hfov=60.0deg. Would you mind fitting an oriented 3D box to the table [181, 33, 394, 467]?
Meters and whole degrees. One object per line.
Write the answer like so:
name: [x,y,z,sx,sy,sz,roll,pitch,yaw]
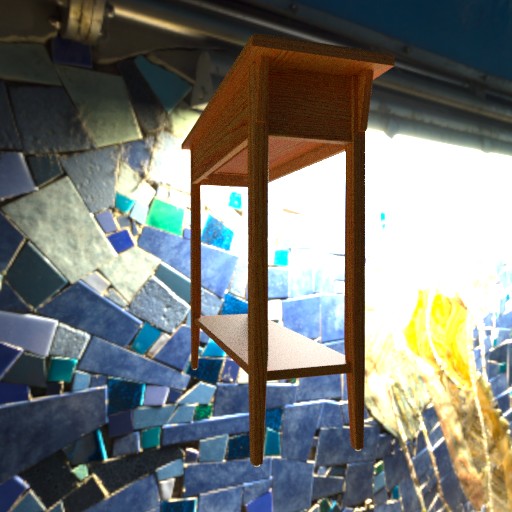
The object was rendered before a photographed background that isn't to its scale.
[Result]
table: [0.000,0.000,1.089,0.254,0.711,0.762,0,1,-18]
